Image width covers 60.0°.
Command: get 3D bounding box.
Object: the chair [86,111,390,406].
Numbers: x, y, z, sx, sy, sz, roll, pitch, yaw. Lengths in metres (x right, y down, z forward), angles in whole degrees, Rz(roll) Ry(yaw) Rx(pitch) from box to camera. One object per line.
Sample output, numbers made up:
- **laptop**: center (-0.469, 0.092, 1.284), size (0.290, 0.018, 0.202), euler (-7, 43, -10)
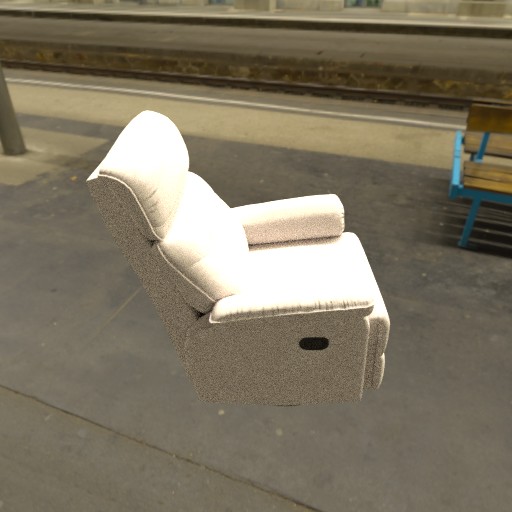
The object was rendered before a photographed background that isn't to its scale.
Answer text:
- **chair**: center (0.000, 0.000, 1.769), size (1.001, 1.039, 0.820), euler (0, 33, 0)
